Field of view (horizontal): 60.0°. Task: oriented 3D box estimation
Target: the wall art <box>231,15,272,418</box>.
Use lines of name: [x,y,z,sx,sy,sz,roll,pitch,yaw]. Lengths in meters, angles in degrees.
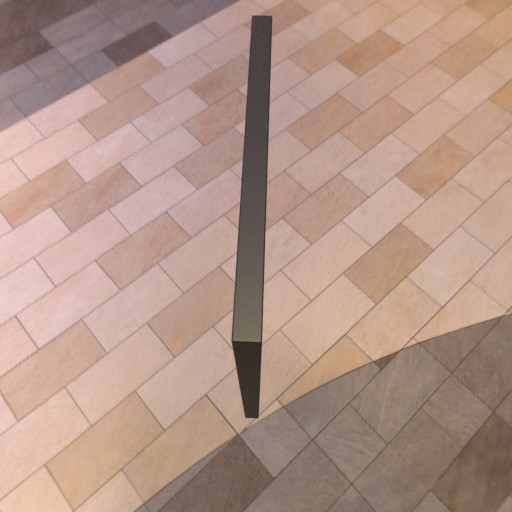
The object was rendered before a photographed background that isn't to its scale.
wall art: [0.000,0.000,0.753,0.028,0.559,0.457,2,63,1]
